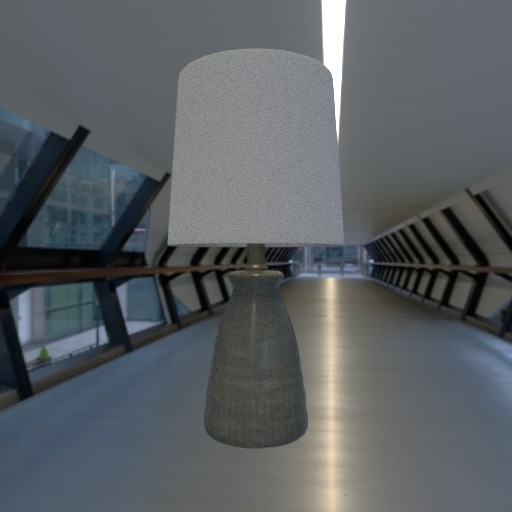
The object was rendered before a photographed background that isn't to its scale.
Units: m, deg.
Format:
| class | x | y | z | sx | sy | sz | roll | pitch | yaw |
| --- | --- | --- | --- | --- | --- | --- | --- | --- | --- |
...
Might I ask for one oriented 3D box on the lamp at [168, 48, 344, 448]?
| class | x | y | z | sx | sy | sz | roll | pitch | yaw |
| --- | --- | --- | --- | --- | --- | --- | --- | --- | --- |
| lamp | 0.000 | 0.000 | 0.476 | 0.186 | 0.369 | 0.186 | 0 | 0 | 0 |
